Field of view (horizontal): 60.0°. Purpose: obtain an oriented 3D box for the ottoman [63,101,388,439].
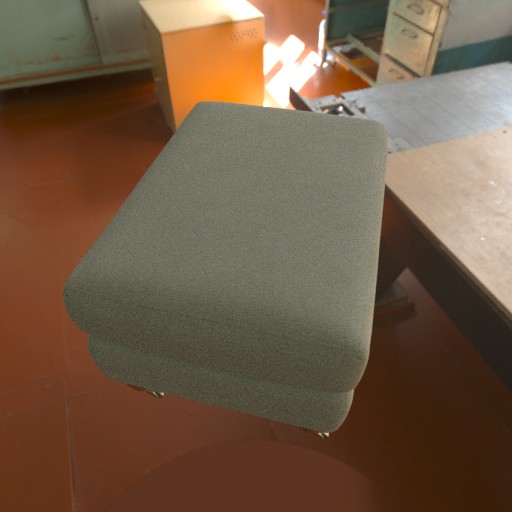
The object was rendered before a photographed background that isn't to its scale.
[{"bbox_3d":[0.000,0.000,1.141,0.569,0.504,0.773,10,47,10],"label":"ottoman"}]
